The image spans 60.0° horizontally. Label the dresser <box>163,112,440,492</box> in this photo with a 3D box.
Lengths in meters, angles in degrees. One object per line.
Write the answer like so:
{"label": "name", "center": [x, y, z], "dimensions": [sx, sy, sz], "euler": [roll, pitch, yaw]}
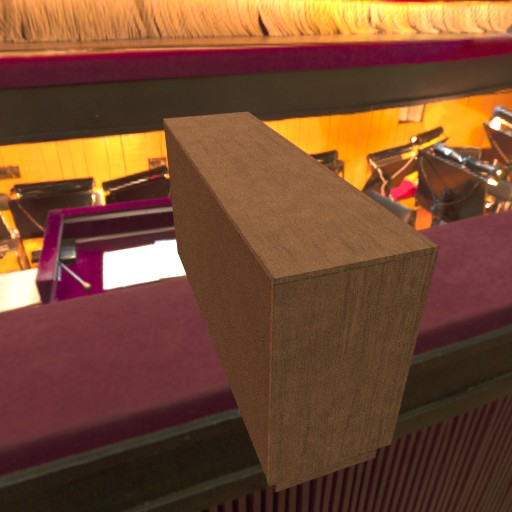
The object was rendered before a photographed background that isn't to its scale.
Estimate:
{"label": "dresser", "center": [0.000, 0.000, 2.015], "dimensions": [0.483, 0.889, 1.628], "euler": [-10, 33, -17]}
